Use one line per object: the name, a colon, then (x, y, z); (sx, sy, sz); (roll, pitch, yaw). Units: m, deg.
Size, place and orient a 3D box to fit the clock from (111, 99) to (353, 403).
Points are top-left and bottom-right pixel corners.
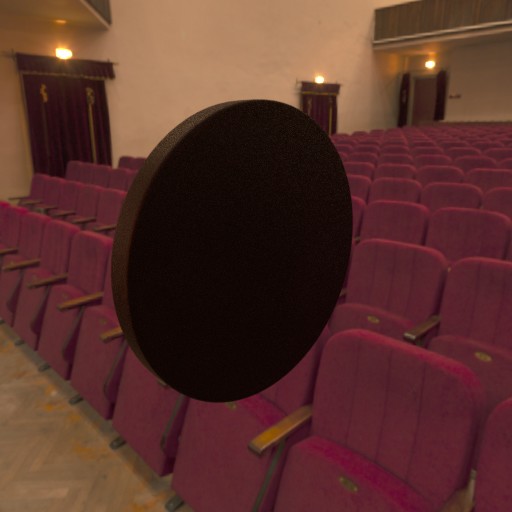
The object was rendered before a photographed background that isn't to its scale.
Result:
clock: (0.000, 0.000, 0.471); (0.314, 0.314, 0.029); (-15, 22, -41)
